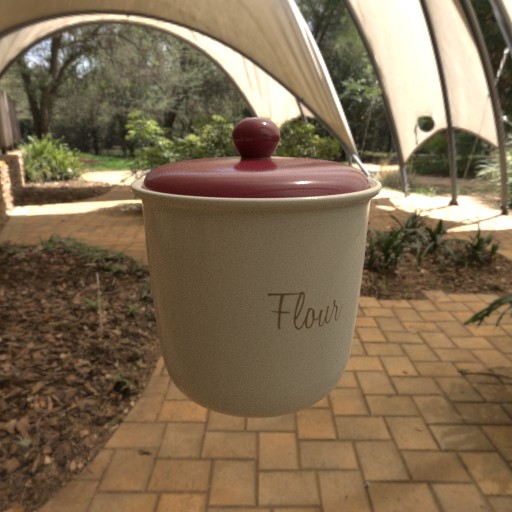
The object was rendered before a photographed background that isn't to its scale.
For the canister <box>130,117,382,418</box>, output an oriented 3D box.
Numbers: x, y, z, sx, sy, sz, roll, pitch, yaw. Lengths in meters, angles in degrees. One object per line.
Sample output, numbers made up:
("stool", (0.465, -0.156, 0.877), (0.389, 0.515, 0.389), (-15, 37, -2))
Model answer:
("canister", (0.000, 0.000, 0.348), (0.182, 0.208, 0.182), (0, 16, 0))
